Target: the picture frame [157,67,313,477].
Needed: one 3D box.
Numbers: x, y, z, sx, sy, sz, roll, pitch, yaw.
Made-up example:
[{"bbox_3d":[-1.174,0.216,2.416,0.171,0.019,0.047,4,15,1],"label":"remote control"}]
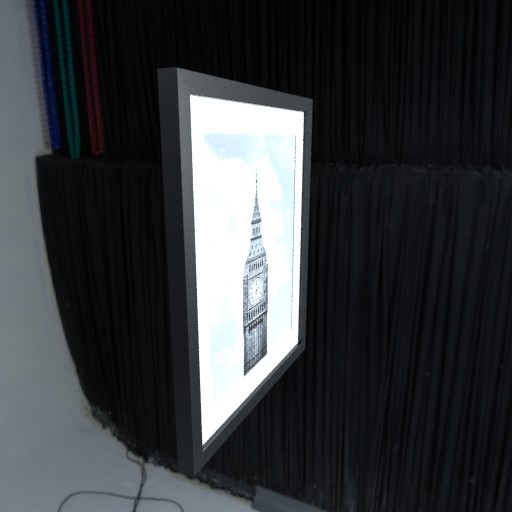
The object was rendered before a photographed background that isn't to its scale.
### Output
[{"bbox_3d":[0.000,0.000,0.781,0.028,0.556,0.460,7,16,26],"label":"picture frame"}]
